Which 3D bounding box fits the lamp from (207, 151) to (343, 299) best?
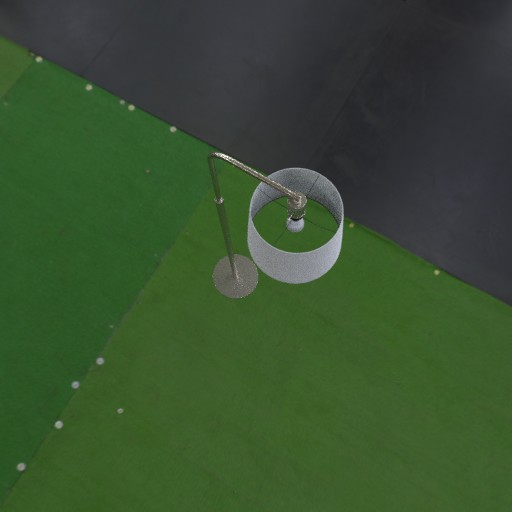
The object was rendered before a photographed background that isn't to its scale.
[{"bbox_3d":[0.000,0.000,1.681,0.508,1.478,0.254,32,78,8],"label":"lamp"}]
